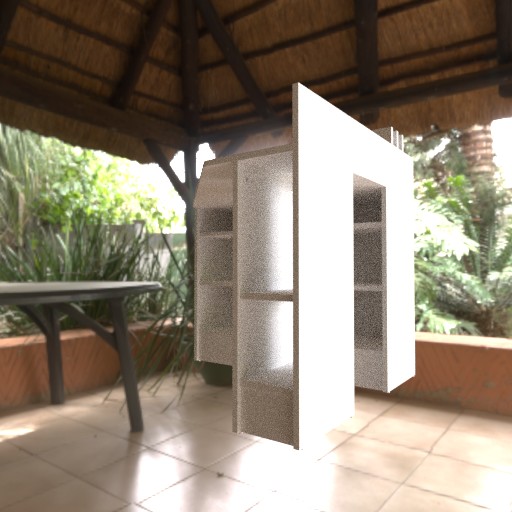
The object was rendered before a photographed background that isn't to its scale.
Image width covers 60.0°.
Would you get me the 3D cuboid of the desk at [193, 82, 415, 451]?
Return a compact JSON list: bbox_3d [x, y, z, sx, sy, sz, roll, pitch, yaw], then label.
[{"bbox_3d":[0.000,0.000,1.737,0.940,0.986,0.940,-1,-2,36],"label":"desk"}]
